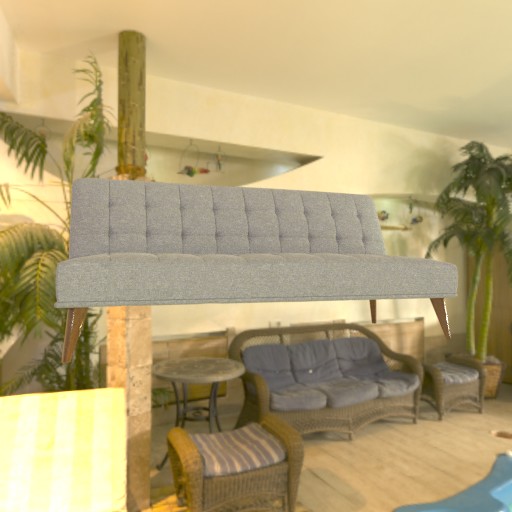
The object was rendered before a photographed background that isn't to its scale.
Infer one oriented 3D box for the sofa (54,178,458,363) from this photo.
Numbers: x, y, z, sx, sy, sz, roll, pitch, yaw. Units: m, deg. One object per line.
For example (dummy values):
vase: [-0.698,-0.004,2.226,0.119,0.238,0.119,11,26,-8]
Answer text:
sofa: [0.000,0.000,2.265,1.800,0.810,0.860,1,-2,-19]
